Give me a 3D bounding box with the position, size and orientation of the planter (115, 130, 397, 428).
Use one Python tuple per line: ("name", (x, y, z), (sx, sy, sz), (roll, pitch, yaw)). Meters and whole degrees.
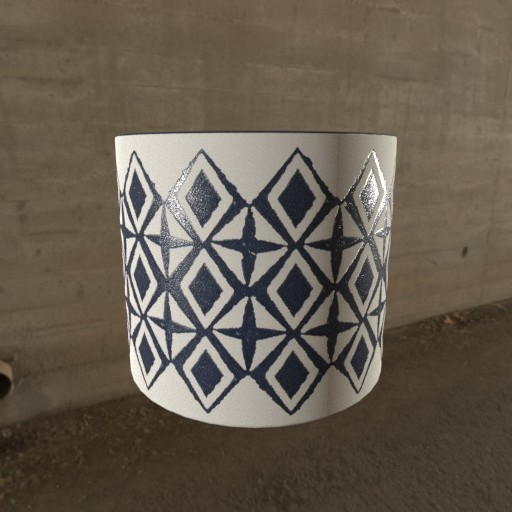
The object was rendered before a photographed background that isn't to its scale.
("planter", (0.000, 0.000, 0.276), (0.159, 0.144, 0.159), (0, 13, 0))
